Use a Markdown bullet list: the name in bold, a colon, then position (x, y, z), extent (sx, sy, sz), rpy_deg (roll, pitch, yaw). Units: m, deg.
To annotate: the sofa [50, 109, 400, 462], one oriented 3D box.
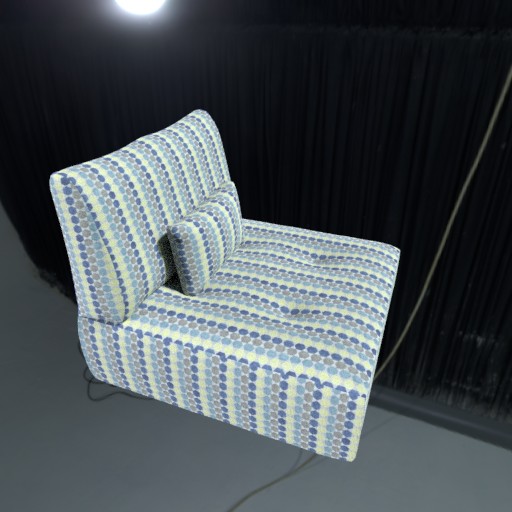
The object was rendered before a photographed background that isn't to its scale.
- **sofa**: position (0.000, 0.000, 1.669), extent (1.000, 0.830, 0.930), rpy_deg (11, 32, 18)
